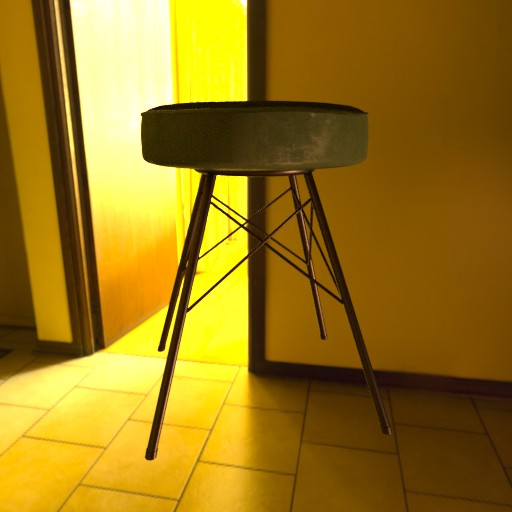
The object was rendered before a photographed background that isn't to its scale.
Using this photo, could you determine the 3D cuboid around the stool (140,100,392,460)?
[{"bbox_3d":[0.000,0.000,0.921,0.457,0.595,0.430,-2,16,-9],"label":"stool"}]
